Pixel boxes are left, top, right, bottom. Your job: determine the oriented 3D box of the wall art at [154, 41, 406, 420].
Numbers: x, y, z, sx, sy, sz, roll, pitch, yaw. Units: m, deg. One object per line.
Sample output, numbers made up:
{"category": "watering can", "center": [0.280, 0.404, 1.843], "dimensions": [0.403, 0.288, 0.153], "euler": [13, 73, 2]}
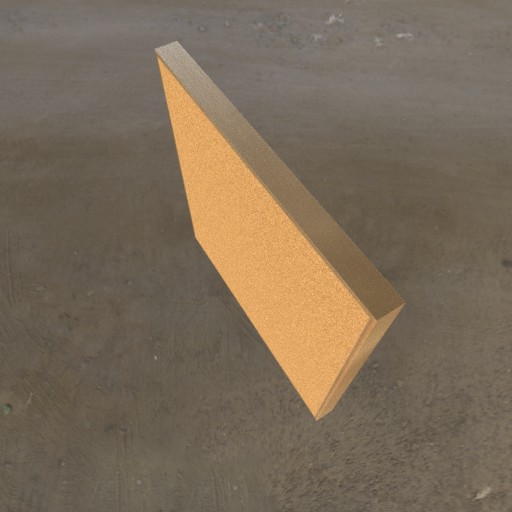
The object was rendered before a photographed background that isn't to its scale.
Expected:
{"category": "wall art", "center": [0.000, 0.000, 0.775], "dimensions": [0.038, 0.511, 0.513], "euler": [-28, 63, -16]}
